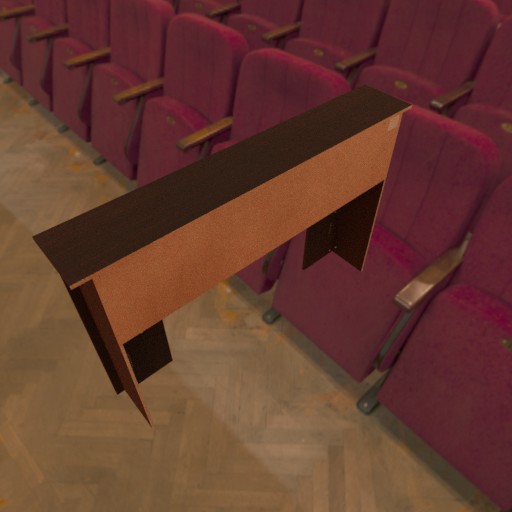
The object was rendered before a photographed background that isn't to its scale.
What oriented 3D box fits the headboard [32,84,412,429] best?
[{"bbox_3d":[0.000,0.000,2.129,1.671,1.092,0.279,-32,54,-27],"label":"headboard"}]
